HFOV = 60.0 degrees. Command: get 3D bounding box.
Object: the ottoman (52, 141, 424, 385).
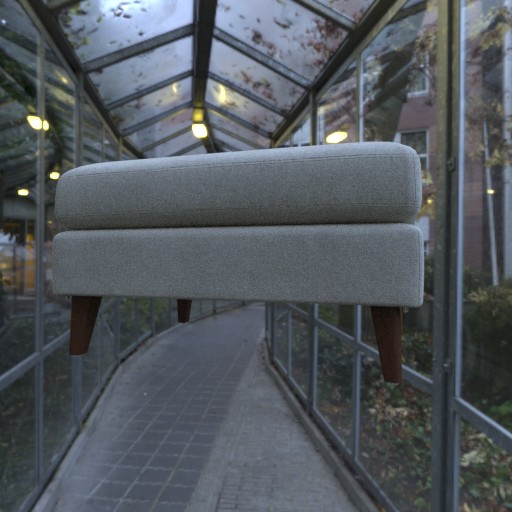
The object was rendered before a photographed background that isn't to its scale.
[{"bbox_3d":[0.000,0.000,1.192,0.823,0.478,0.610,0,0,18],"label":"ottoman"}]
